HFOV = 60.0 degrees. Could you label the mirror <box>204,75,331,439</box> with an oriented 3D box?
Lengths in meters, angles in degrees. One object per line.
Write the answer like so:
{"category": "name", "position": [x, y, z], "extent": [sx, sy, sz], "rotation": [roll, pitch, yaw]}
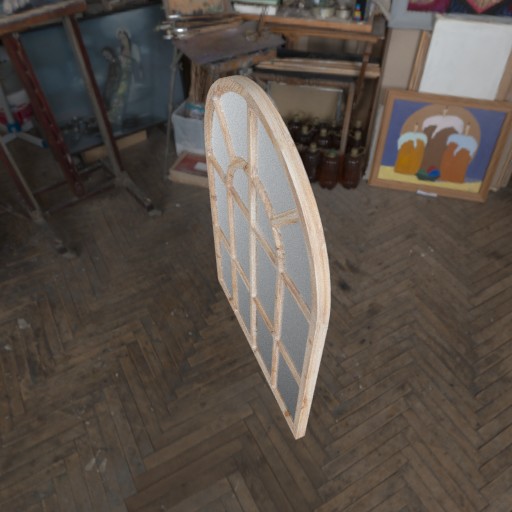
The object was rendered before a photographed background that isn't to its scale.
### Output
{"category": "mirror", "position": [0.000, 0.000, 1.167], "extent": [0.032, 0.920, 0.660], "rotation": [-18, 50, -15]}
